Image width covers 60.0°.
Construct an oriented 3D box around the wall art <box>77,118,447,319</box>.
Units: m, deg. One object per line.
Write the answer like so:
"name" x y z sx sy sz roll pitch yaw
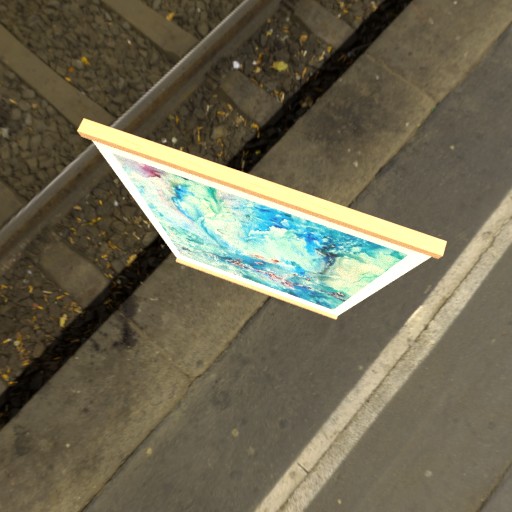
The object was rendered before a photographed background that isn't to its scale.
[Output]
"wall art" 0.000 0.000 1.261 0.669 1.020 0.027 20 77 5
